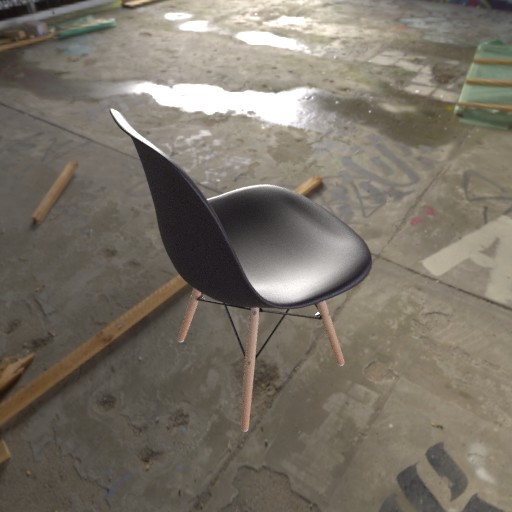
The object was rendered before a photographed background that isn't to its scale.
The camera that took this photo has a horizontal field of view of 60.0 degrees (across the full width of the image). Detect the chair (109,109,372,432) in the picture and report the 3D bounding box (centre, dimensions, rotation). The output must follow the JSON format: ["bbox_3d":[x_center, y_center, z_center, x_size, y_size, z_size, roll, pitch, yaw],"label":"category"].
[{"bbox_3d":[0.000,0.000,1.109,0.533,0.825,0.470,-25,47,-25],"label":"chair"}]
